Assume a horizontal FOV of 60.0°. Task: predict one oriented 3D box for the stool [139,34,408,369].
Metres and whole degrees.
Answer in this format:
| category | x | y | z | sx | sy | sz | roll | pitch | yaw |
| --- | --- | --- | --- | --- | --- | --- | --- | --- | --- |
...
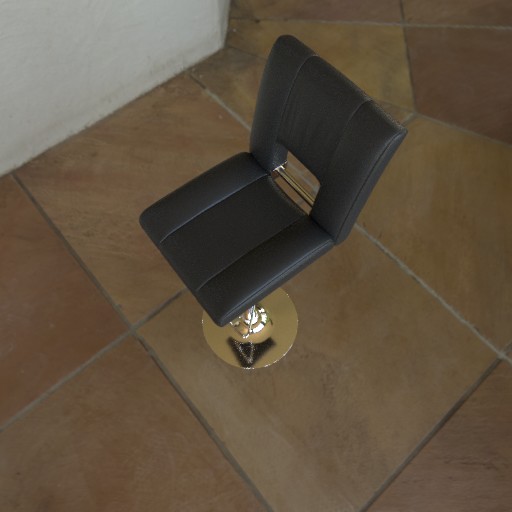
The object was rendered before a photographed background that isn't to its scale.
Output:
| category | x | y | z | sx | sy | sz | roll | pitch | yaw |
| --- | --- | --- | --- | --- | --- | --- | --- | --- | --- |
| stool | 0.000 | 0.000 | 1.408 | 0.520 | 1.151 | 0.415 | -35 | 68 | -16 |
